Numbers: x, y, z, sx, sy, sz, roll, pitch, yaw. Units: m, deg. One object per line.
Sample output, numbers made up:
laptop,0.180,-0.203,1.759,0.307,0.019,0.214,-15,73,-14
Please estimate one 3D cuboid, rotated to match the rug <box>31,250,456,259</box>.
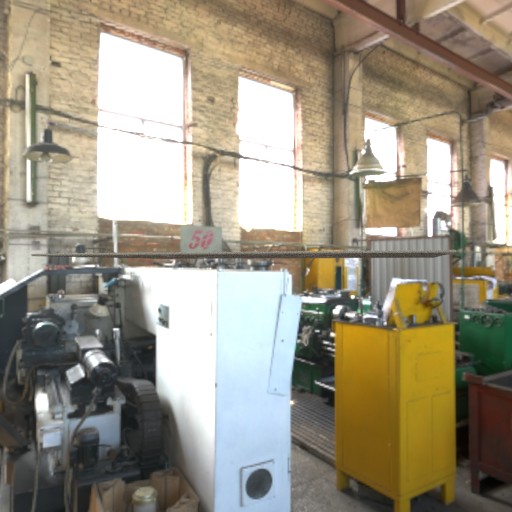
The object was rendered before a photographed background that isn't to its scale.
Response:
rug,0.000,0.000,2.947,2.294,0.014,1.528,0,-1,19
